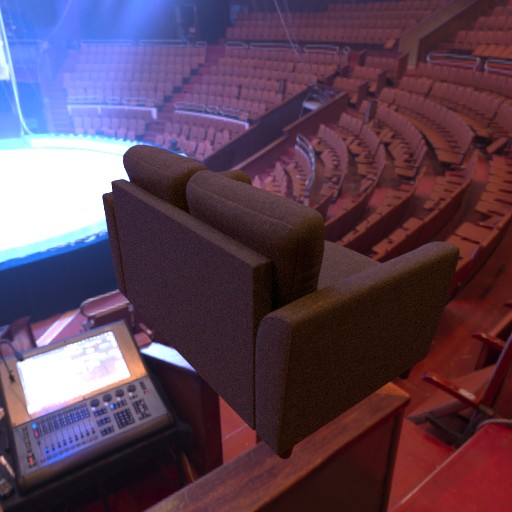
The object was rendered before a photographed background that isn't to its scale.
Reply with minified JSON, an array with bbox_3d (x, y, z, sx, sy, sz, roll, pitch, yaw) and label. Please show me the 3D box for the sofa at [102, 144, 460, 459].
[{"bbox_3d":[0.000,0.000,1.984,0.851,0.885,1.423,-18,31,-33],"label":"sofa"}]
